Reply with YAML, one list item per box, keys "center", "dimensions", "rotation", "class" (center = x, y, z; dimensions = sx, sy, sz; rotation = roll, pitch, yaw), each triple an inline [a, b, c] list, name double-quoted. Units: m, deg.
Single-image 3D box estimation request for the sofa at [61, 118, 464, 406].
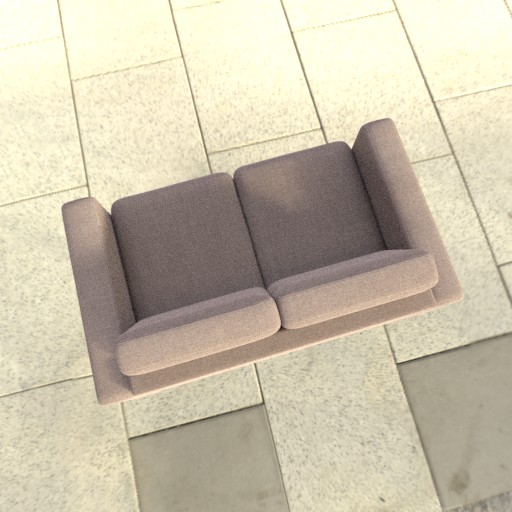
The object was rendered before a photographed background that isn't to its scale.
- center: [0.000, 0.000, 2.006]
  dimensions: [1.520, 0.800, 0.900]
  rotation: [-16, 76, -4]
  class: "sofa"
